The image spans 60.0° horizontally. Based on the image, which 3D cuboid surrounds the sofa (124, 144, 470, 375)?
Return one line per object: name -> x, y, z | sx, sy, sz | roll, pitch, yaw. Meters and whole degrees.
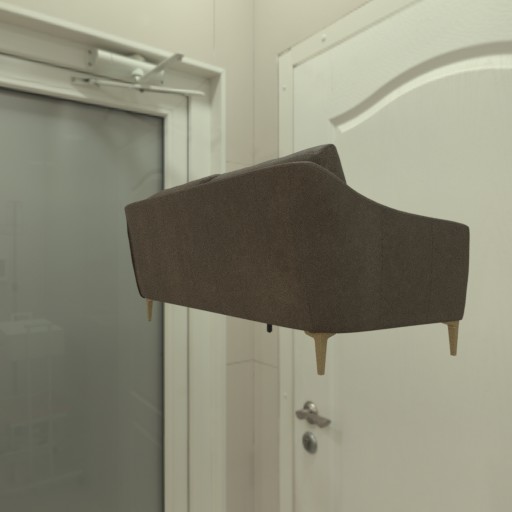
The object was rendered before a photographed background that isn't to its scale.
sofa -> 0.000, 0.000, 2.548 | 0.960, 0.902, 2.036 | 0, 0, -36
